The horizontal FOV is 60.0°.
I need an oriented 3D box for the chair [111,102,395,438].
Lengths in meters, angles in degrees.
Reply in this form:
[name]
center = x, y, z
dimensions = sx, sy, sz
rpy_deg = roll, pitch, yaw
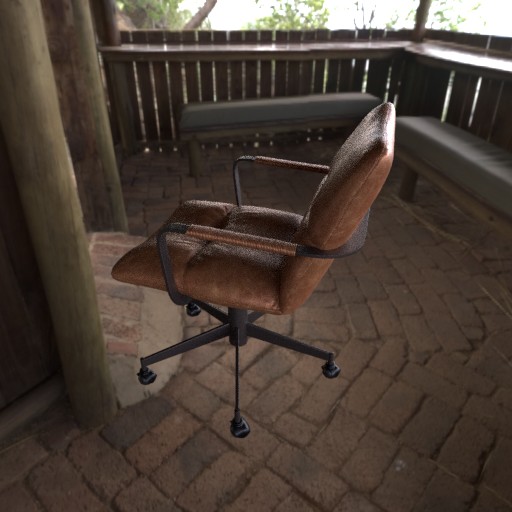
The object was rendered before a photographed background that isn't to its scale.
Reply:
[chair]
center = 0.000, 0.000, 1.450
dimensions = 0.754, 0.922, 0.727
rpy_deg = 8, 30, 14
